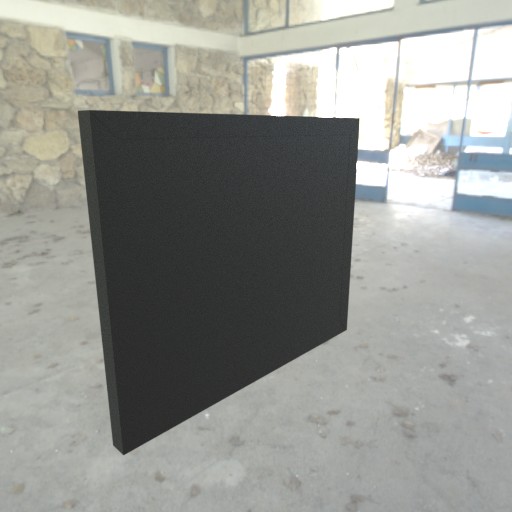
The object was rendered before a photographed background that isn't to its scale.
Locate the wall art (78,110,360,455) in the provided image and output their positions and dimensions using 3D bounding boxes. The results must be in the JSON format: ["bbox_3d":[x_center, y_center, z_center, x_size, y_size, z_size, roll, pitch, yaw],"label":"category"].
[{"bbox_3d":[0.000,0.000,0.755,0.029,0.457,0.558,15,22,42],"label":"wall art"}]
